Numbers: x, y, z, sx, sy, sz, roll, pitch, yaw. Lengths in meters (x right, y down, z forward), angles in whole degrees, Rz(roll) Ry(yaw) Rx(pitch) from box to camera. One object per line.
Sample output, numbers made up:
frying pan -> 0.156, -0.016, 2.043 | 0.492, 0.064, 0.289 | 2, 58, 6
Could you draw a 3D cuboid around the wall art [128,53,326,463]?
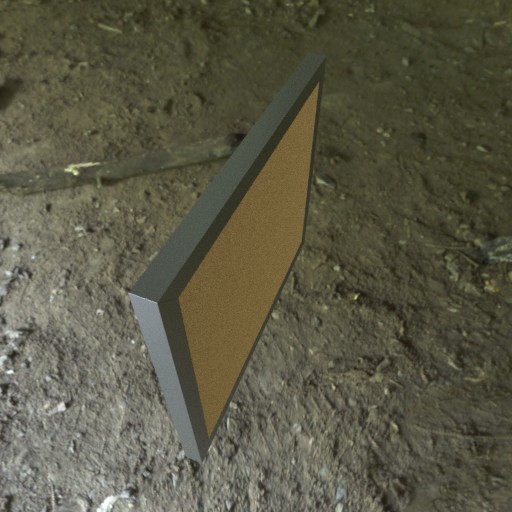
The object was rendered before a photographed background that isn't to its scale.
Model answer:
wall art -> 0.000, 0.000, 0.752 | 0.032, 0.456, 0.557 | 17, 50, 15
